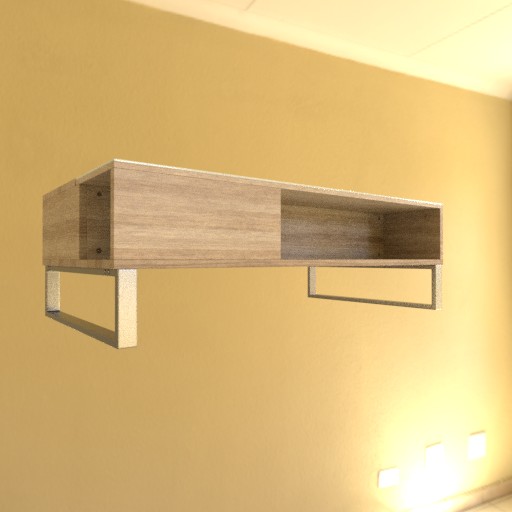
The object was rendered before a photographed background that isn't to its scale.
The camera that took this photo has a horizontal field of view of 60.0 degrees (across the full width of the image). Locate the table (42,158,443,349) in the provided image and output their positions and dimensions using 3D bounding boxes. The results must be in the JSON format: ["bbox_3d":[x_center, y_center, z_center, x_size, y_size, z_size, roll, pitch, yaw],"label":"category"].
[{"bbox_3d":[0.000,0.000,1.377,1.100,0.350,0.600,0,-1,-37],"label":"table"}]
